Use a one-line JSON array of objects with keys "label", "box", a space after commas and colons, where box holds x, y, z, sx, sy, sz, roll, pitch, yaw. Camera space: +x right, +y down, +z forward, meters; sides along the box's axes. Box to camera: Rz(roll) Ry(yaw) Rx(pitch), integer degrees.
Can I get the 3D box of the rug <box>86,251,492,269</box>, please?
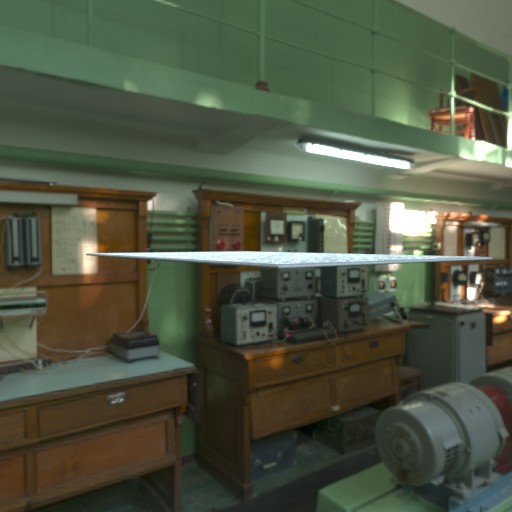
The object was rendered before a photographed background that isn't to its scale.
[{"label": "rug", "box": [0.000, 0.000, 3.463, 1.819, 0.018, 2.746, -1, 2, -37]}]
